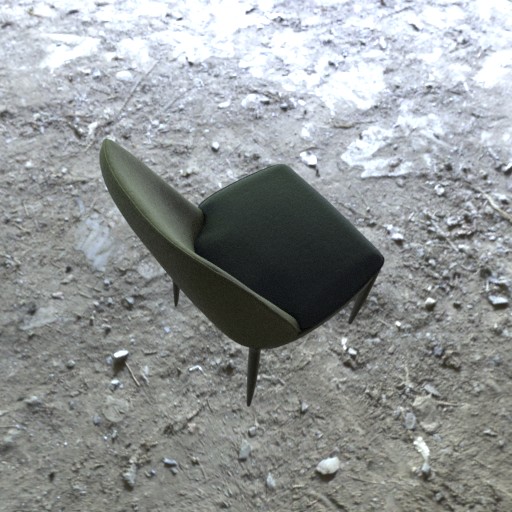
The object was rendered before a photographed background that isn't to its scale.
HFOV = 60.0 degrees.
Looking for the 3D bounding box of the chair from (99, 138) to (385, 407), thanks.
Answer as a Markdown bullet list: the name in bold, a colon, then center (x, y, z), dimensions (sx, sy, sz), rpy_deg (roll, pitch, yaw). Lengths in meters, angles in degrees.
- **chair**: center (0.000, 0.000, 1.167), dimensions (0.550, 0.855, 0.488), rpy_deg (-33, 64, -18)
